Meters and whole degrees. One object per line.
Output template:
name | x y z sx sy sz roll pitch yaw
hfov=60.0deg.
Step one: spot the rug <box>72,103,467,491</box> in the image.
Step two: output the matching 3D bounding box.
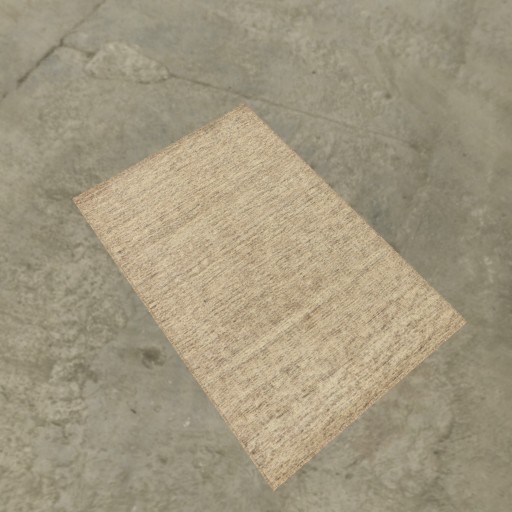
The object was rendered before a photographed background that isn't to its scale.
rug | 0.000 0.000 2.327 1.211 0.018 1.822 -34 68 -16
